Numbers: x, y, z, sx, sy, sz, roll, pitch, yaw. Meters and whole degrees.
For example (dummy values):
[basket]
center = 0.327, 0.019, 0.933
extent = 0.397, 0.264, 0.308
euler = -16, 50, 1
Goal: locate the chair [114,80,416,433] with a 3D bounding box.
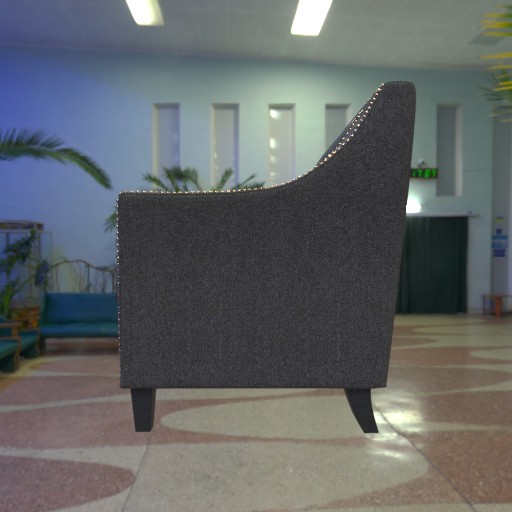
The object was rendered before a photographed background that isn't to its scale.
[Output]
[chair]
center = 0.000, 0.000, 1.574
extent = 0.884, 0.967, 0.776
euler = 0, 1, -1
